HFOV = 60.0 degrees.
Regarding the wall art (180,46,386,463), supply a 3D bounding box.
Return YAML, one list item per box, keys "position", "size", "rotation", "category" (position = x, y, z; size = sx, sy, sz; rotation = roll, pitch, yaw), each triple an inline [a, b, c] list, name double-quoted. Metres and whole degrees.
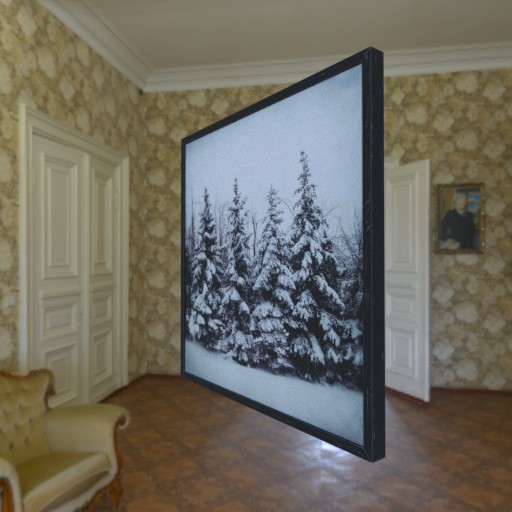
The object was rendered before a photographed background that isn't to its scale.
- position: [0.000, 0.000, 1.125]
  size: [0.037, 0.761, 0.761]
  rotation: [1, -1, -36]
  category: "wall art"
